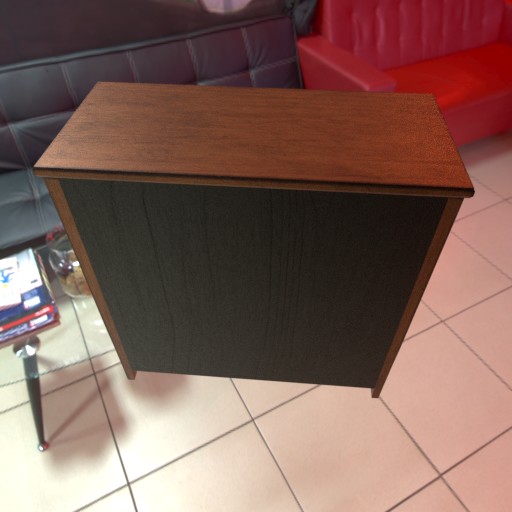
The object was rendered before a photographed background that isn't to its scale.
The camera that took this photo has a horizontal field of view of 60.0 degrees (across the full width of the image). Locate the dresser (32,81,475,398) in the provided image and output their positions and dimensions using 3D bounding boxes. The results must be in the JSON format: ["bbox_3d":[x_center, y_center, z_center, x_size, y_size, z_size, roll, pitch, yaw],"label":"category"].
[{"bbox_3d":[0.000,0.000,1.882,1.250,1.224,0.591,3,46,3],"label":"dresser"}]
